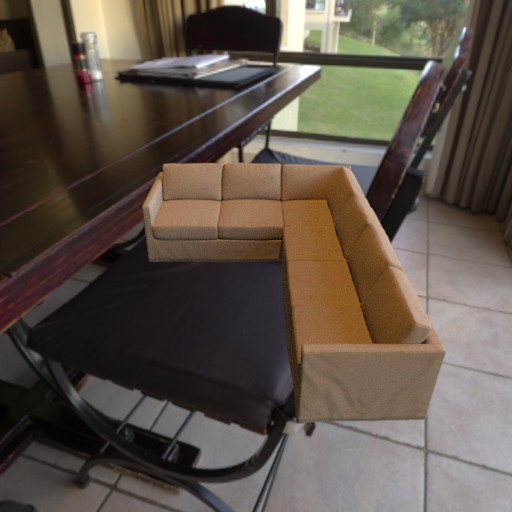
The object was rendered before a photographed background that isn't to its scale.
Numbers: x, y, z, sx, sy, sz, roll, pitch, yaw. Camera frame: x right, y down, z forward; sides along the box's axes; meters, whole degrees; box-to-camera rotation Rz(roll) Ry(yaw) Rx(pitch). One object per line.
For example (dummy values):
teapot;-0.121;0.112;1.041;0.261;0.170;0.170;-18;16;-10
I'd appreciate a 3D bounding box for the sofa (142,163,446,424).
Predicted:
sofa;0.000;0.000;4.290;2.432;0.871;3.182;0;31;0
